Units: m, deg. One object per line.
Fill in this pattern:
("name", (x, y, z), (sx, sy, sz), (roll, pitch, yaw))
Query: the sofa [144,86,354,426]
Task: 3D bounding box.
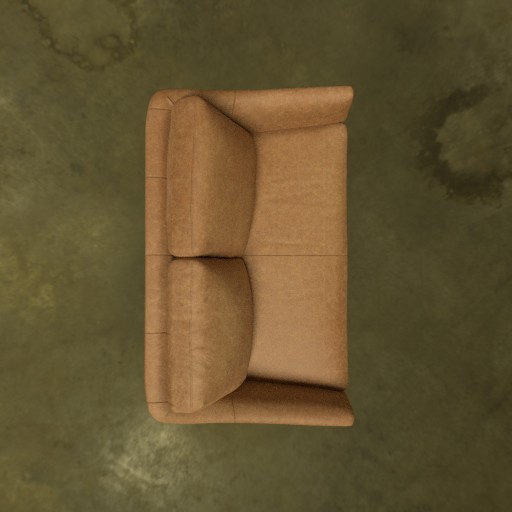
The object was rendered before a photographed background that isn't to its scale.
("sofa", (0.000, 0.000, 2.234), (0.960, 0.902, 1.619), (0, 89, -1))
